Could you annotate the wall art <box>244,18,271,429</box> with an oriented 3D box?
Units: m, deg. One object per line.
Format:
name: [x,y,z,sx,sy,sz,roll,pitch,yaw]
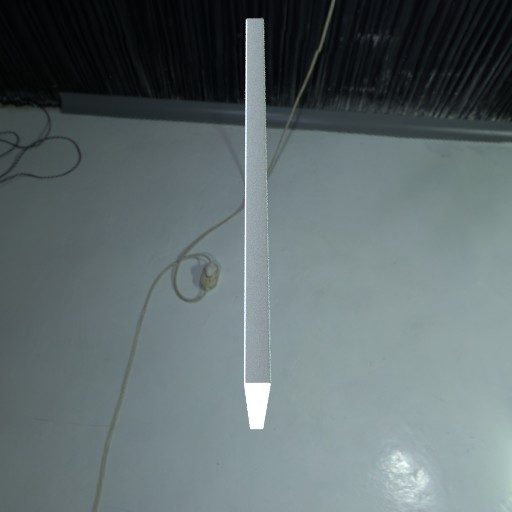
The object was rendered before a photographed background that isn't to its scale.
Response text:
wall art: [0.000,0.000,1.491,0.049,1.009,1.009,0,64,0]
